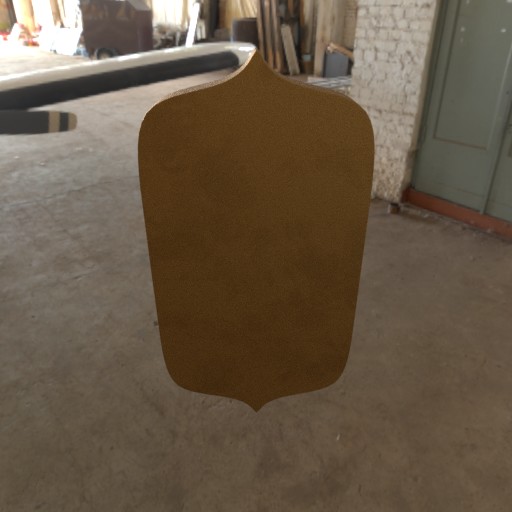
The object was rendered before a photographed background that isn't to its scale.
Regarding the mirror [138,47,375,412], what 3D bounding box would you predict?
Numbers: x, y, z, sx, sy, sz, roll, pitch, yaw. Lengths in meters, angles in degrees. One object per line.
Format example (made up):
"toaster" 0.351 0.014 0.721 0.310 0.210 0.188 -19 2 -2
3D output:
"mirror" 0.000 0.000 0.718 0.323 0.613 0.096 -1 29 -1
